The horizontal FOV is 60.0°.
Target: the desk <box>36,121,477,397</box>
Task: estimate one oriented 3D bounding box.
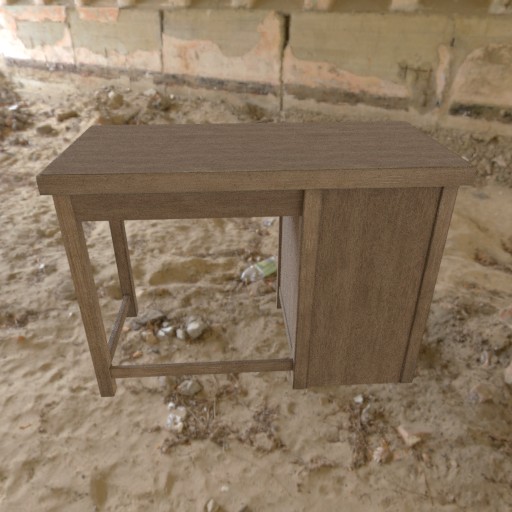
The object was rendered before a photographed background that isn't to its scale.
[{"bbox_3d":[0.000,0.000,1.776,1.289,0.912,0.610,-2,30,-3],"label":"desk"}]
